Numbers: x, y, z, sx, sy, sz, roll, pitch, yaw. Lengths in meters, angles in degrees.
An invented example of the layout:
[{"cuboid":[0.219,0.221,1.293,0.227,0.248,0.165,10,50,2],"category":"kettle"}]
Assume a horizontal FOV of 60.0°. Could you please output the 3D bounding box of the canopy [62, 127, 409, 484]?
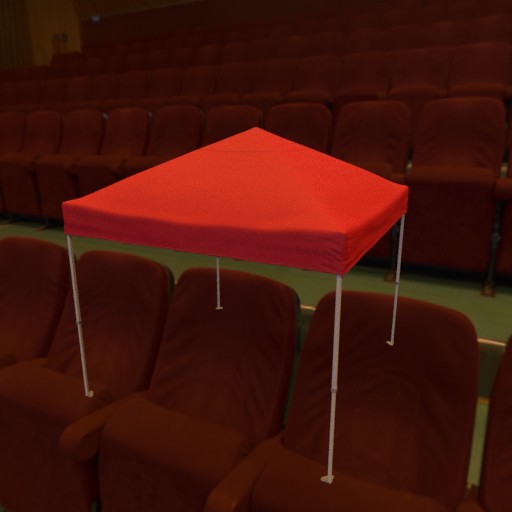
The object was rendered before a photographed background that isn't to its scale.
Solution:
[{"cuboid":[0.000,0.000,5.369,2.996,2.997,2.998,8,18,26],"category":"canopy"}]
